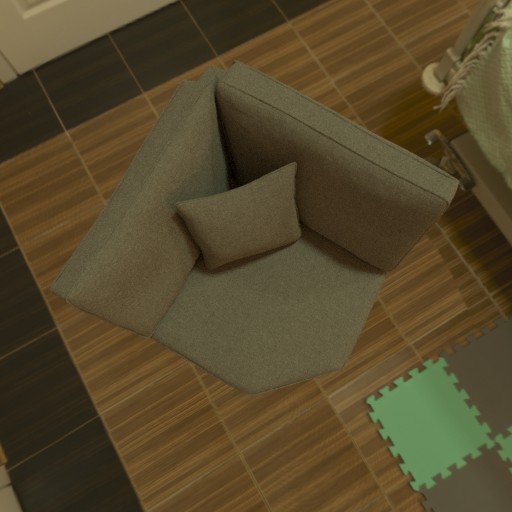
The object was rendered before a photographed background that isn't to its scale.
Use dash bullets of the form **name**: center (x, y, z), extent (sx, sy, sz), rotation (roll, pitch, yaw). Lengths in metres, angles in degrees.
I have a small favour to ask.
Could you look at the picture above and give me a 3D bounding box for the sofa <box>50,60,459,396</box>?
- **sofa**: center (0.000, 0.000, 1.842), extent (1.042, 0.951, 1.050), rotation (30, 77, 7)
